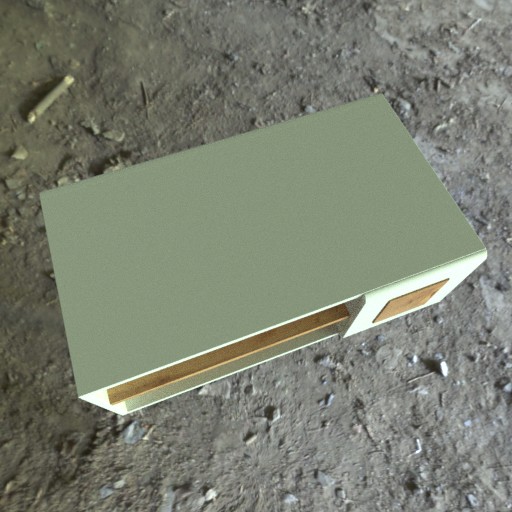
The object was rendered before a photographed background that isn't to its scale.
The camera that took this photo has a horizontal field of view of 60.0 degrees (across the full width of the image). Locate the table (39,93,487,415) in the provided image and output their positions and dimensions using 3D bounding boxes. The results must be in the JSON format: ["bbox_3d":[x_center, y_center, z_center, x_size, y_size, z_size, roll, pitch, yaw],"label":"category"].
[{"bbox_3d":[0.000,0.000,1.422,1.097,0.442,0.639,-19,66,-9],"label":"table"}]
